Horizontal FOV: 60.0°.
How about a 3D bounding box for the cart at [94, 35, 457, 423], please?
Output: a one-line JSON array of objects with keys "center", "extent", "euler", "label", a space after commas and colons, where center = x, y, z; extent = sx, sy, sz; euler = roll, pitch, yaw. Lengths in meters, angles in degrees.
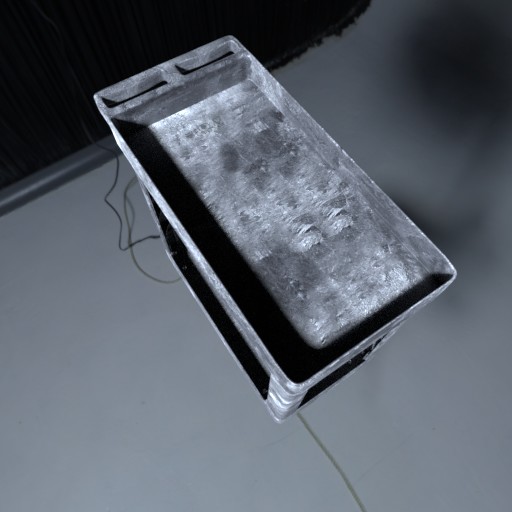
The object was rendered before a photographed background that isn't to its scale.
[{"center": [0.000, 0.000, 1.369], "extent": [0.420, 0.824, 0.877], "euler": [-31, 67, -14], "label": "cart"}]
